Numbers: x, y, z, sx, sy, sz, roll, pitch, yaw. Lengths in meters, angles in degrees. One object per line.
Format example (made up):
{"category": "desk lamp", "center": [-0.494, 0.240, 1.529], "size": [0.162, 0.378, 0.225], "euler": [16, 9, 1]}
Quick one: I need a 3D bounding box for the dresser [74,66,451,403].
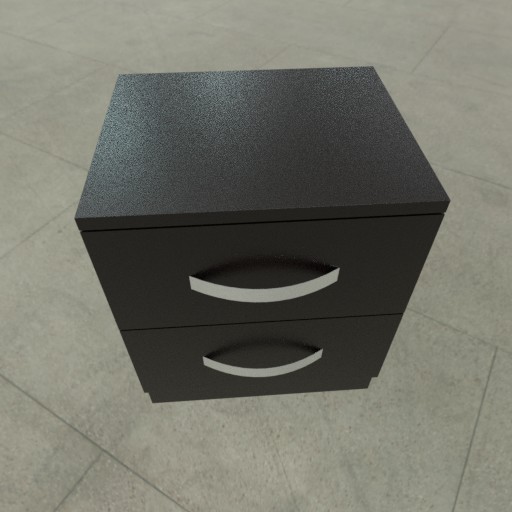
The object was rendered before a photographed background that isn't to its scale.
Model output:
{"category": "dresser", "center": [0.000, 0.000, 0.745], "size": [0.400, 0.470, 0.360], "euler": [-3, 47, -3]}
